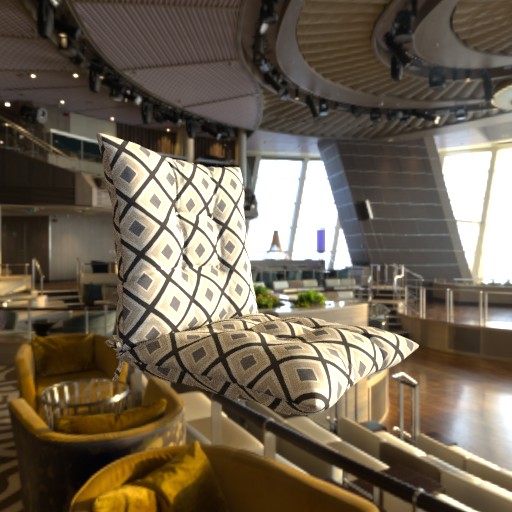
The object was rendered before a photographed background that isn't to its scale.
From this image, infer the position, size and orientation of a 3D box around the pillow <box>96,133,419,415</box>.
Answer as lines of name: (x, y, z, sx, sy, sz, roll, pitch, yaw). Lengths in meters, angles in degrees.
pillow: (0.000, 0.000, 1.011, 0.585, 0.536, 0.541, 0, 0, 36)
